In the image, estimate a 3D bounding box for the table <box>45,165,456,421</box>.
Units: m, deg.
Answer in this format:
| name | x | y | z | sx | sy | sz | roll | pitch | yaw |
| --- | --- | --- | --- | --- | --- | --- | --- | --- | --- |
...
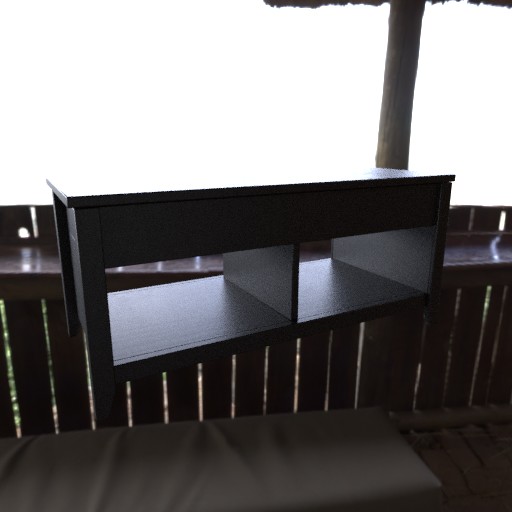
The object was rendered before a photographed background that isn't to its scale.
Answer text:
| name | x | y | z | sx | sy | sz | roll | pitch | yaw |
| --- | --- | --- | --- | --- | --- | --- | --- | --- | --- |
| table | 0.000 | 0.000 | 1.271 | 1.016 | 0.457 | 0.483 | -8 | 17 | -28 |
